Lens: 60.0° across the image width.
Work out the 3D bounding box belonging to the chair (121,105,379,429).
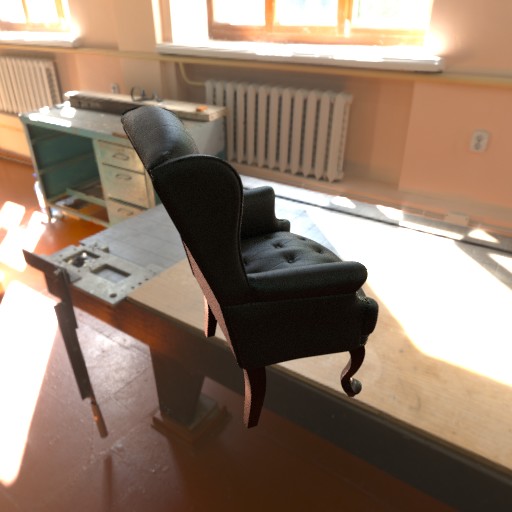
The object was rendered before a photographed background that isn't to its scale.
[{"bbox_3d":[0.000,0.000,1.711,0.822,1.133,0.831,-11,31,-18],"label":"chair"}]
